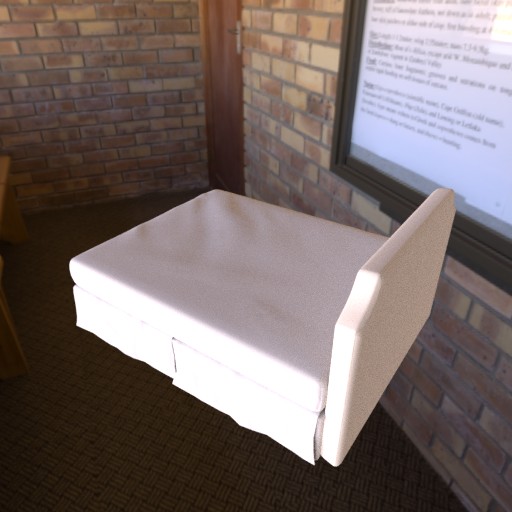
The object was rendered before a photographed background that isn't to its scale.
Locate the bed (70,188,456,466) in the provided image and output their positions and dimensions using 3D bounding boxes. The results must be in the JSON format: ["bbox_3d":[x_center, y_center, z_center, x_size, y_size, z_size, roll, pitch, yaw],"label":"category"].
[{"bbox_3d":[0.000,0.000,3.594,2.498,1.293,1.977,20,36,30],"label":"bed"}]
